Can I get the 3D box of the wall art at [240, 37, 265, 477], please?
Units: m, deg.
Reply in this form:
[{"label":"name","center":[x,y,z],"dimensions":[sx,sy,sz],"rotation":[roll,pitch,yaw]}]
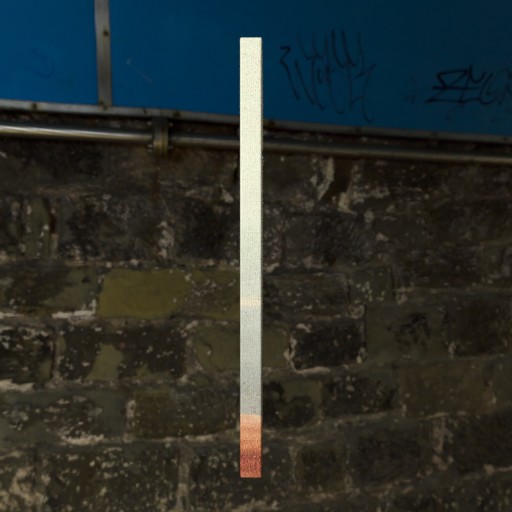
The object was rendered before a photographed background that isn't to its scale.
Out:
[{"label":"wall art","center":[0.000,0.000,0.912],"dimensions":[0.034,0.605,0.605],"rotation":[0,1,1]}]
